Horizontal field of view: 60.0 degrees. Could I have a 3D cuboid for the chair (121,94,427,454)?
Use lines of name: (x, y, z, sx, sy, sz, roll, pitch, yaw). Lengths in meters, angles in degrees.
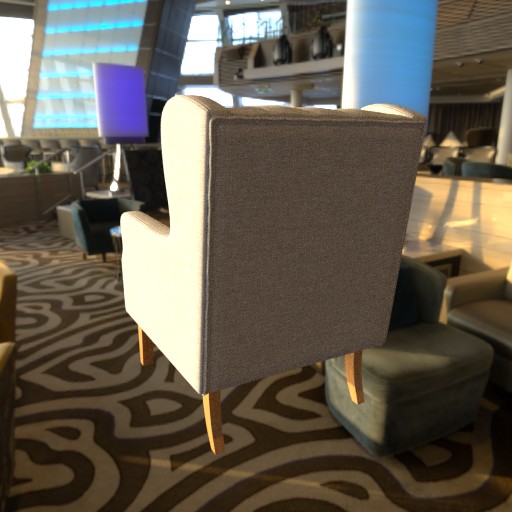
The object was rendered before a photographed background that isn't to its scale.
chair: (0.000, 0.000, 1.440, 0.710, 0.930, 0.760, -8, 17, -27)
